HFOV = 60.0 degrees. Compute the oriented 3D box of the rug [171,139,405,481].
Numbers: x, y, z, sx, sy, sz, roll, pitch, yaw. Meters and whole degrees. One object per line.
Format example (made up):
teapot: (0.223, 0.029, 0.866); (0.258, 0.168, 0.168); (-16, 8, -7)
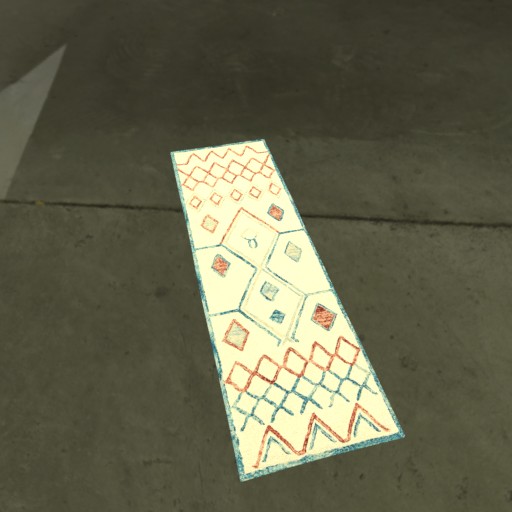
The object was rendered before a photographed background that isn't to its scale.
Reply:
rug: (0.000, 0.000, 2.700); (0.750, 0.011, 2.435); (-11, 48, -10)
